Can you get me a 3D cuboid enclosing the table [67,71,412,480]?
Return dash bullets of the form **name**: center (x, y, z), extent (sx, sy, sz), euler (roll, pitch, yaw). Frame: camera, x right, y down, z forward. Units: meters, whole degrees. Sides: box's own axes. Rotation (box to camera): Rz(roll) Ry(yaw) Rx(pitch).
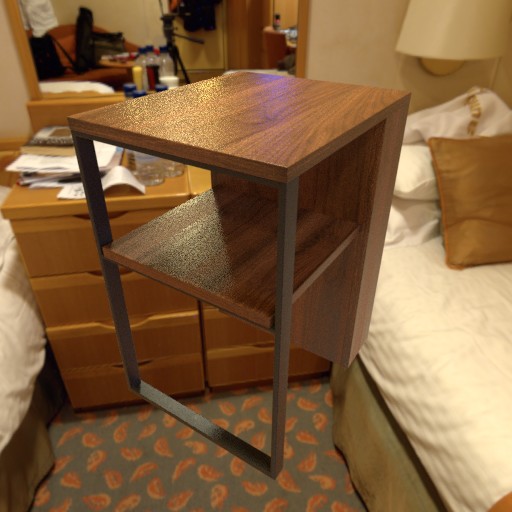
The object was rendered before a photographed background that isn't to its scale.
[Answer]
- **table**: center (0.000, 0.000, 1.552), extent (0.660, 1.041, 0.786), euler (19, 37, 28)
